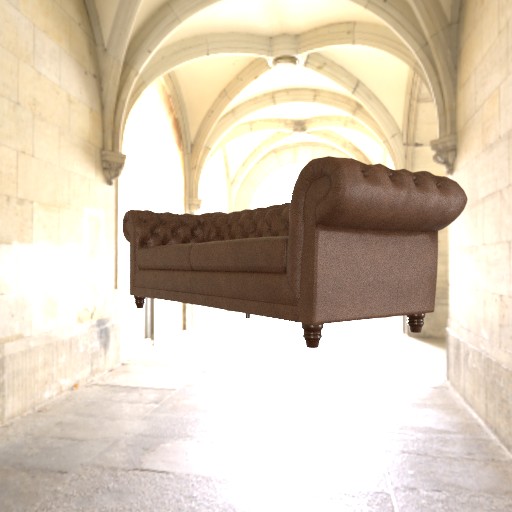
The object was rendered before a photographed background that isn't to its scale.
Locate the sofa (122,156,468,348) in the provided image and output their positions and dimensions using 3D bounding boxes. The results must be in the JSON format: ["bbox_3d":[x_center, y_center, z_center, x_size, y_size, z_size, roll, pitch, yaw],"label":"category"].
[{"bbox_3d":[0.000,0.000,2.812,0.944,0.783,2.385,1,-1,-35],"label":"sofa"}]
